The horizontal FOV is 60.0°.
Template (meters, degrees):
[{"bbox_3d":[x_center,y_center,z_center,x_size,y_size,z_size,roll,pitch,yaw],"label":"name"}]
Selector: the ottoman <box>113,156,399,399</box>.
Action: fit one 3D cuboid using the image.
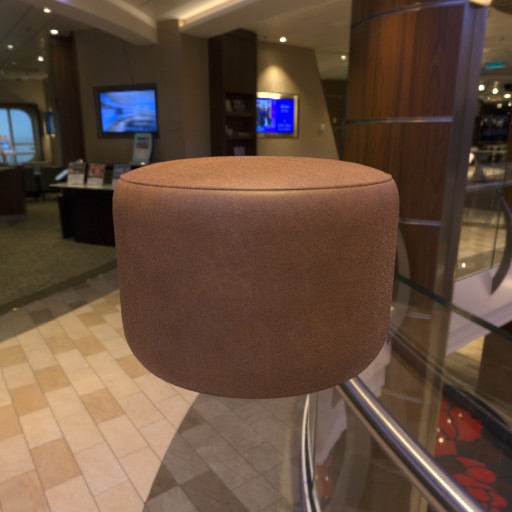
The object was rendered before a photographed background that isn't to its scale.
[{"bbox_3d":[0.000,0.000,1.015,0.607,0.438,0.607,0,15,0],"label":"ottoman"}]
